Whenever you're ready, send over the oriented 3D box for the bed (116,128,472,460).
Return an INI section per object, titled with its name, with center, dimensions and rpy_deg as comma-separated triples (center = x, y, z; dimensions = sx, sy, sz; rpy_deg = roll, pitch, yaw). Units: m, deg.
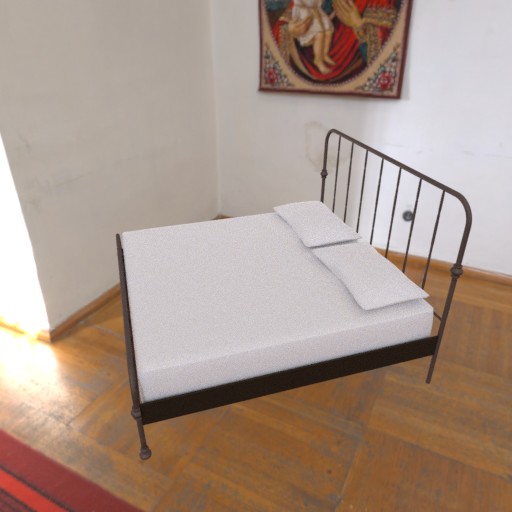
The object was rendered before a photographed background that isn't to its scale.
[bed]
center = 0.000, 0.000, 3.488
dimensions = 2.134, 1.446, 2.044
rpy_deg = -9, 31, -15
